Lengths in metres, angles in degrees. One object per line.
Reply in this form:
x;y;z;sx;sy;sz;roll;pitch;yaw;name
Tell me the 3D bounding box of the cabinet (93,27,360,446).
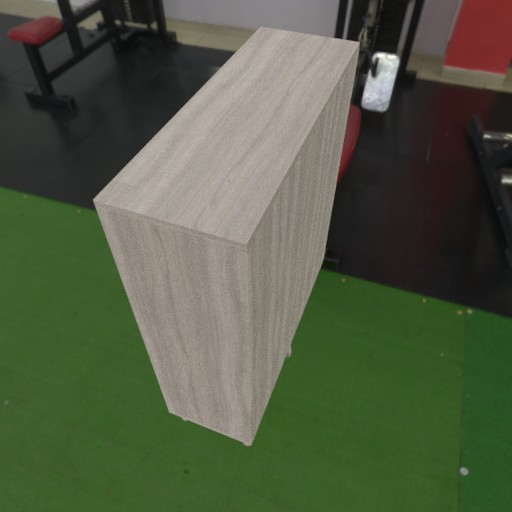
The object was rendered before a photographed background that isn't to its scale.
0.000;0.000;1.866;0.398;1.388;1.111;16;50;14;cabinet
